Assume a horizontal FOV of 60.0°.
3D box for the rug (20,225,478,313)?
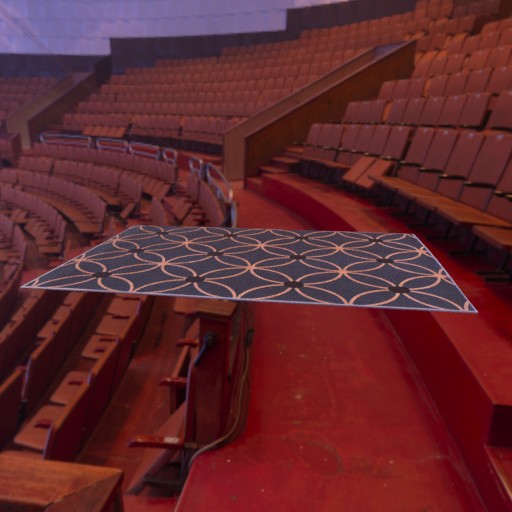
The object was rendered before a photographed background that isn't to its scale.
[{"bbox_3d":[0.000,0.000,2.884,2.284,0.008,1.522,2,17,8],"label":"rug"}]
